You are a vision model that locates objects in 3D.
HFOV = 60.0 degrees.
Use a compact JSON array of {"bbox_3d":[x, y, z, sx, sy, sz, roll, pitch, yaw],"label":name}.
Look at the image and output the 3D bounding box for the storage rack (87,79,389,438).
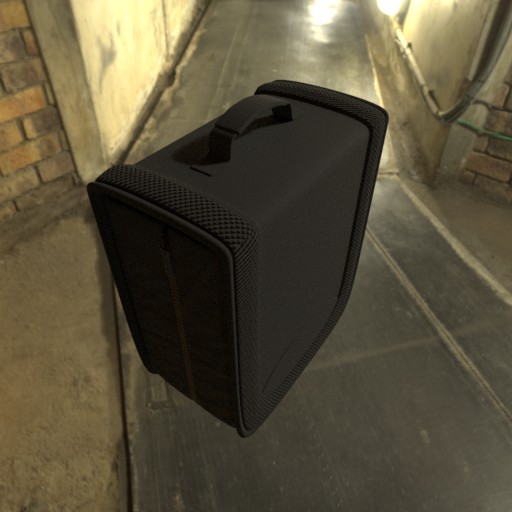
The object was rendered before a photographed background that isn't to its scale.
[{"bbox_3d":[0.000,0.000,0.548,0.168,0.387,0.297,26,48,26],"label":"storage rack"}]
